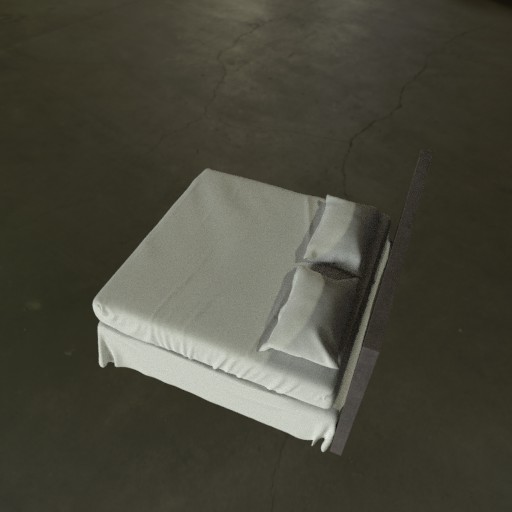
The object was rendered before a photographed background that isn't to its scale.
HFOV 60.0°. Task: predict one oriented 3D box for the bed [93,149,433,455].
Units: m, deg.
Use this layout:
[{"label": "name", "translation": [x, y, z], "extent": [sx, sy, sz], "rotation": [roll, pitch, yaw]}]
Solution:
[{"label": "bed", "translation": [0.000, 0.000, 2.975], "extent": [1.785, 1.142, 1.772], "rotation": [17, 49, 16]}]
